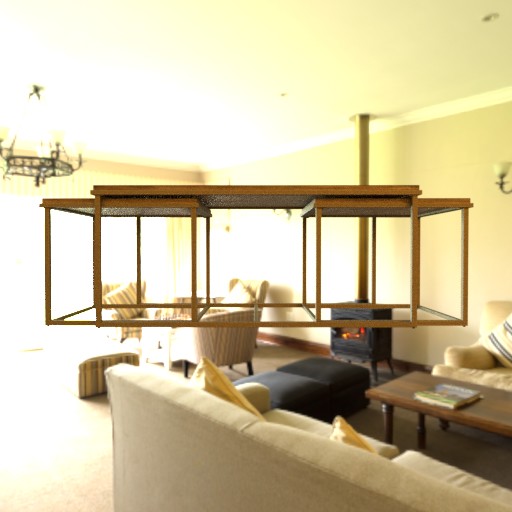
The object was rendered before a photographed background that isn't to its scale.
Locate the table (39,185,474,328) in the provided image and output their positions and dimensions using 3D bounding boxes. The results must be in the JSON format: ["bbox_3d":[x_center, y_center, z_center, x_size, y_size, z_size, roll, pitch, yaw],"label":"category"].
[{"bbox_3d":[0.000,0.000,1.554,1.312,0.427,0.489,0,1,0],"label":"table"}]
